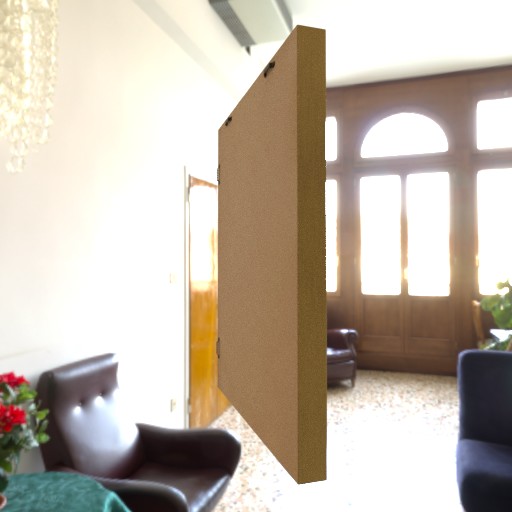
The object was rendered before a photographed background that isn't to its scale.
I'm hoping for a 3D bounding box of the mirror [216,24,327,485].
[{"bbox_3d":[0.000,0.000,0.686,0.041,0.508,0.405,0,-1,-17],"label":"mirror"}]
